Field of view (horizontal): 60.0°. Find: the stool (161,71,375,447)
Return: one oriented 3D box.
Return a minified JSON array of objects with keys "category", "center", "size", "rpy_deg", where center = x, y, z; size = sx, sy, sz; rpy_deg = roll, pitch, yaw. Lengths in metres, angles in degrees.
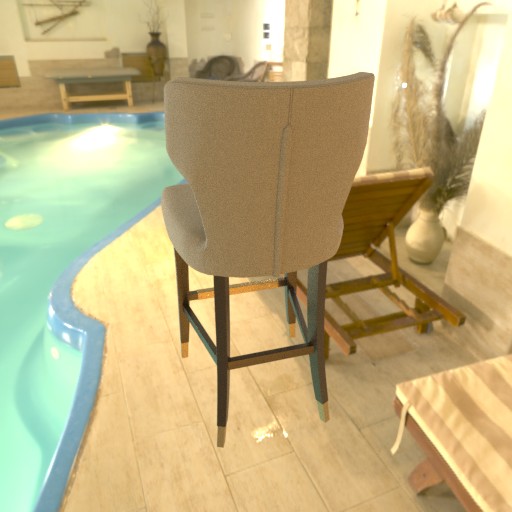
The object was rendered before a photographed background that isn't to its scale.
[{"category":"stool","center":[0.000,0.000,1.396],"size":[0.526,1.092,0.563],"rpy_deg":[-8,28,-14]}]
